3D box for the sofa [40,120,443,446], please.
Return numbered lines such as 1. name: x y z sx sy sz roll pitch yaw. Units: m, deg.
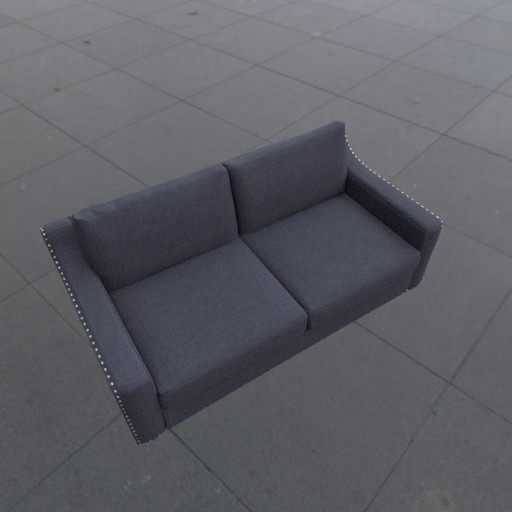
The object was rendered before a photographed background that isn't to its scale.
1. sofa: 0.000 0.000 3.289 2.550 1.196 1.336 -25 50 -22
